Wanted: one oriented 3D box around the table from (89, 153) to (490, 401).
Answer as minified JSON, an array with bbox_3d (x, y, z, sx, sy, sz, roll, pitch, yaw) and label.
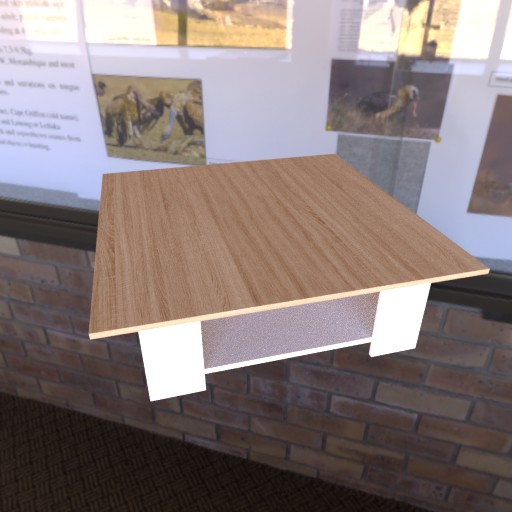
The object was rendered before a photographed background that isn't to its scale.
[{"bbox_3d":[0.000,0.000,1.380,0.890,0.305,0.890,-8,32,-13],"label":"table"}]
